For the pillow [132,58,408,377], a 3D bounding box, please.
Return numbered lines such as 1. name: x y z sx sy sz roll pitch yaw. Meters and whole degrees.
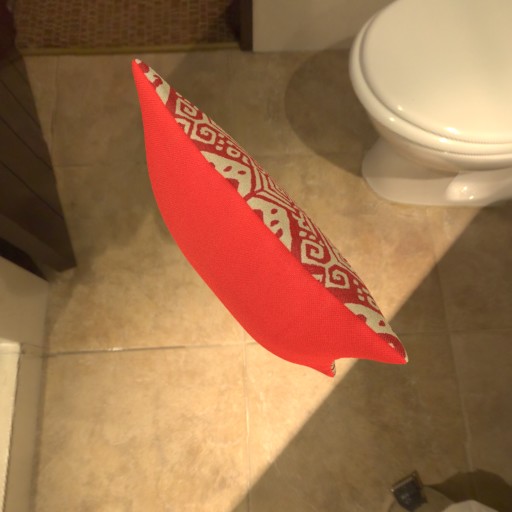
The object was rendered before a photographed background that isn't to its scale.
1. pillow: 0.000 0.000 0.780 0.192 0.507 0.522 -39 77 -11
